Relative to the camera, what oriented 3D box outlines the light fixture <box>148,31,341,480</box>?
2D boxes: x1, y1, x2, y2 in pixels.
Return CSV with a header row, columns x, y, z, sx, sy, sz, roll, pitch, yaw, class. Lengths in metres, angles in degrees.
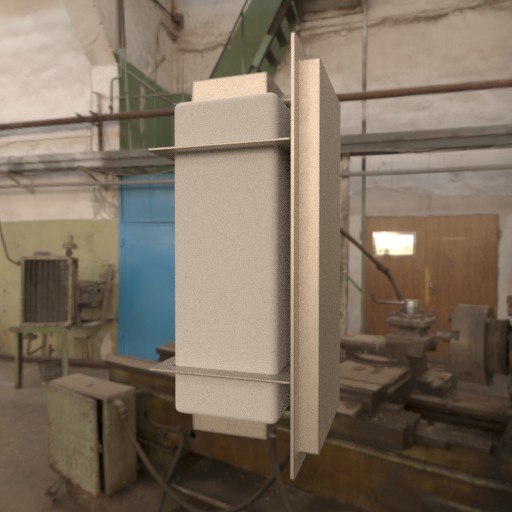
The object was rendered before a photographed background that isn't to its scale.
x,y,z,sx,sy,sz,roll,pitch,yaw,class
0.000,0.000,0.472,0.160,0.380,0.168,0,1,18,light fixture
